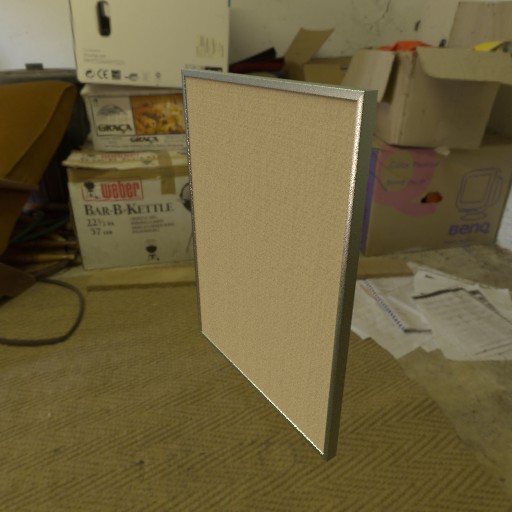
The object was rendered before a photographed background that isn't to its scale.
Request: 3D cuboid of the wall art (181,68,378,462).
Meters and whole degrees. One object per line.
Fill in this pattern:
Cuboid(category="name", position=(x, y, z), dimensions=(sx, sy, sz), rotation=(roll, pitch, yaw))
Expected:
Cuboid(category="wall art", position=(0.000, 0.000, 1.415), dimensions=(0.041, 1.062, 0.803), rotation=(-17, 31, -31))
